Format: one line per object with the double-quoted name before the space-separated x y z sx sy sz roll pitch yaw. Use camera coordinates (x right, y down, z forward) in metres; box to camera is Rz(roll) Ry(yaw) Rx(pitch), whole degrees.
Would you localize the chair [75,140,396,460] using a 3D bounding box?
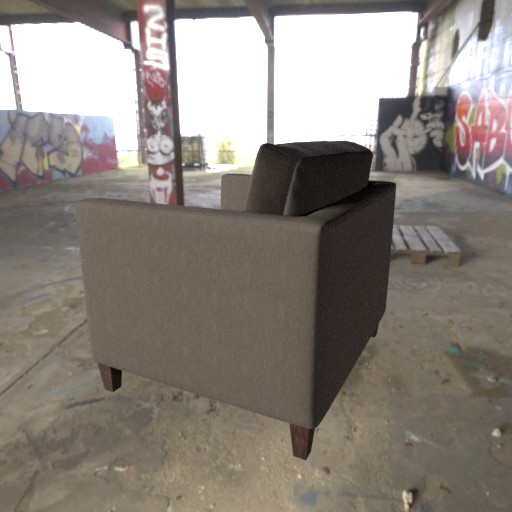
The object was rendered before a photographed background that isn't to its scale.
"chair" 0.000 0.000 1.885 0.959 0.963 1.107 8 18 26
